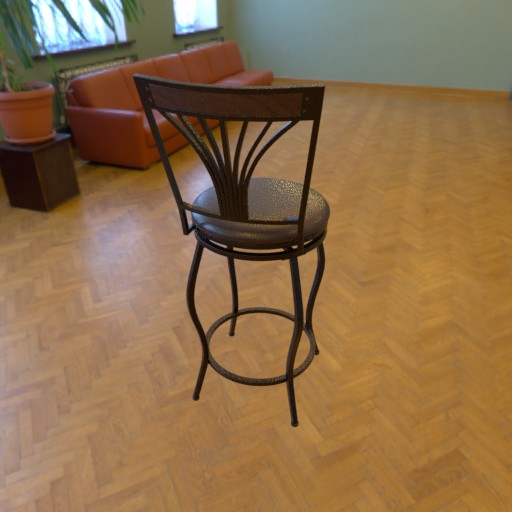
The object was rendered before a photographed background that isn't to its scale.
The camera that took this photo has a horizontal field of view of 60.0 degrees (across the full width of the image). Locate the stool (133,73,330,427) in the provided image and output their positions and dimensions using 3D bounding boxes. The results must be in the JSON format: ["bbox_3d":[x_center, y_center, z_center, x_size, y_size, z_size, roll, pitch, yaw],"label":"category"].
[{"bbox_3d":[0.000,0.000,1.401,0.433,1.117,0.514,9,32,15],"label":"stool"}]
